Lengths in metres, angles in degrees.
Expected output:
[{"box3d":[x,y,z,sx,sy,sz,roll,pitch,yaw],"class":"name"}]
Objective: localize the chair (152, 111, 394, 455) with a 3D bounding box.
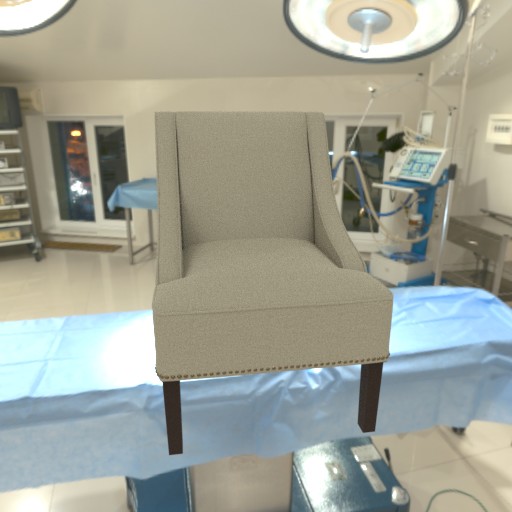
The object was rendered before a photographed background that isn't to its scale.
[{"box3d":[0.000,0.000,1.386,0.610,0.864,0.737,-3,18,-9],"class":"chair"}]
